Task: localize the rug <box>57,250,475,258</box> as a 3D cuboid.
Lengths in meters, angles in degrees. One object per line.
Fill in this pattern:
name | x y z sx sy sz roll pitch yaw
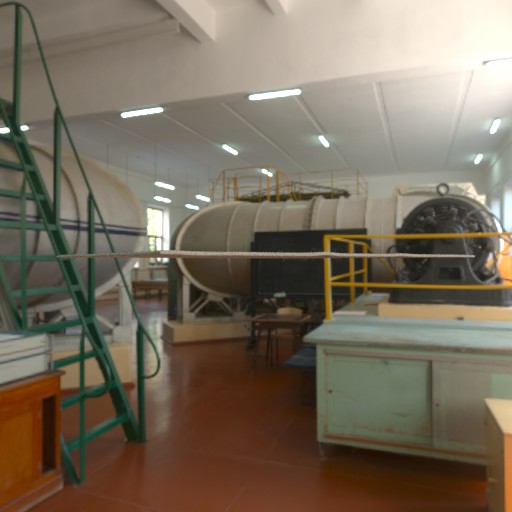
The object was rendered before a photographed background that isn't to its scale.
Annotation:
rug | 0.000 0.000 0.886 0.639 0.006 0.548 0 -1 -35
